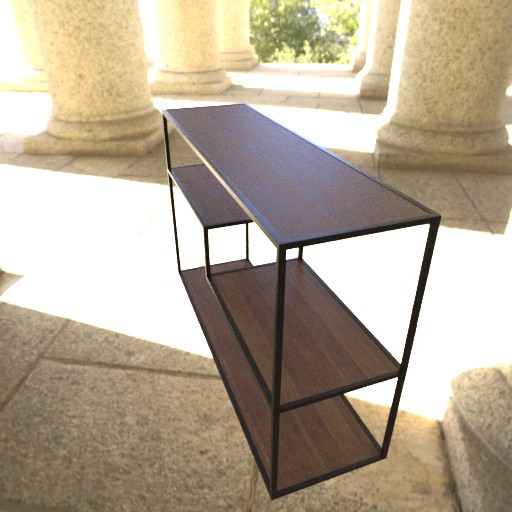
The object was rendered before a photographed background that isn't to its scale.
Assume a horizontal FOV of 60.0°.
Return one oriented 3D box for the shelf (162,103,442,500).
[{"bbox_3d":[0.000,0.000,1.515,0.361,0.765,1.201,-10,32,-17],"label":"shelf"}]
